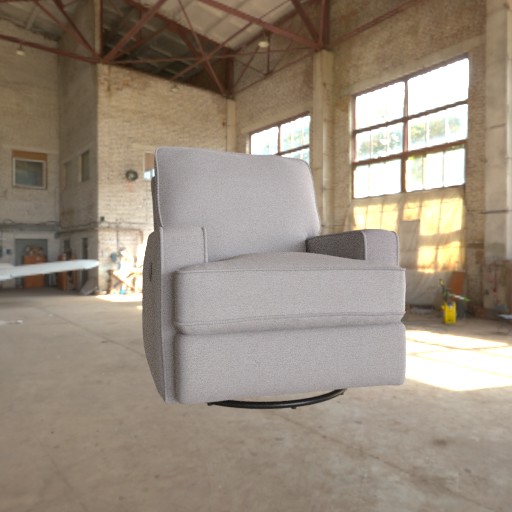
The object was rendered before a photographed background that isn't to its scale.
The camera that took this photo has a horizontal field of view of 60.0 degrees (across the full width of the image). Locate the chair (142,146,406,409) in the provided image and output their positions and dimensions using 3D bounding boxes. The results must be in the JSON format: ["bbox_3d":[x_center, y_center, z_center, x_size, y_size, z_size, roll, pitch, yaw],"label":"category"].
[{"bbox_3d":[0.000,0.000,1.773,0.861,0.964,0.969,0,0,-18],"label":"chair"}]
